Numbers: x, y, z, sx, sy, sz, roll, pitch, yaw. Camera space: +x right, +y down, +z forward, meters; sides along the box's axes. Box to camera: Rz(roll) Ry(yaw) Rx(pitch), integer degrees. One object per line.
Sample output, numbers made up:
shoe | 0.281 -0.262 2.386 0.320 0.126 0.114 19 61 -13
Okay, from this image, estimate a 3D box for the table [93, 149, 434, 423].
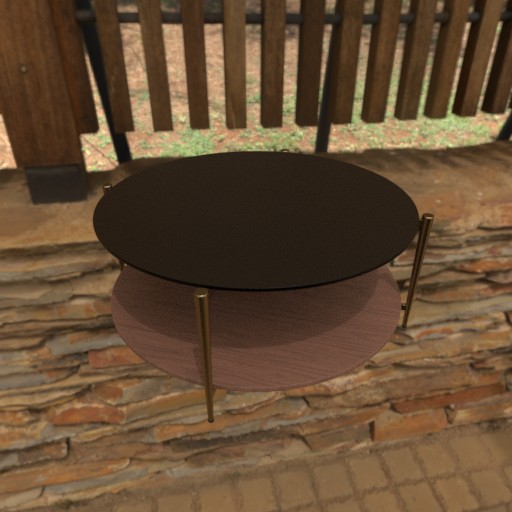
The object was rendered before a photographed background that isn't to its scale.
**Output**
table | 0.000 0.000 1.436 0.938 0.400 0.938 -9 32 -14
